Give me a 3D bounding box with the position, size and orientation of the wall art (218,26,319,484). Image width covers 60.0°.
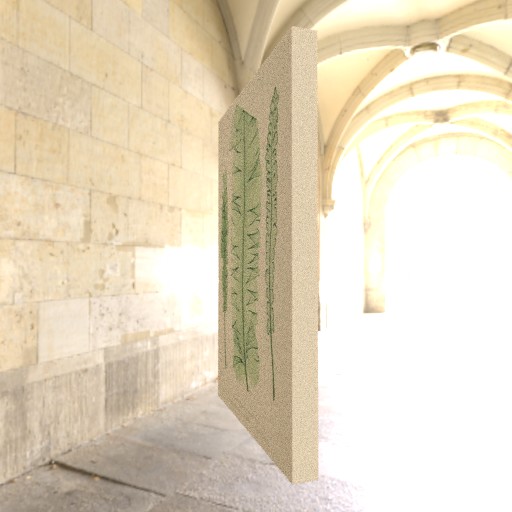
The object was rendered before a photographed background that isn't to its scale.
[{"bbox_3d":[0.000,0.000,0.792,0.038,0.608,0.418,0,-1,-18],"label":"wall art"}]
